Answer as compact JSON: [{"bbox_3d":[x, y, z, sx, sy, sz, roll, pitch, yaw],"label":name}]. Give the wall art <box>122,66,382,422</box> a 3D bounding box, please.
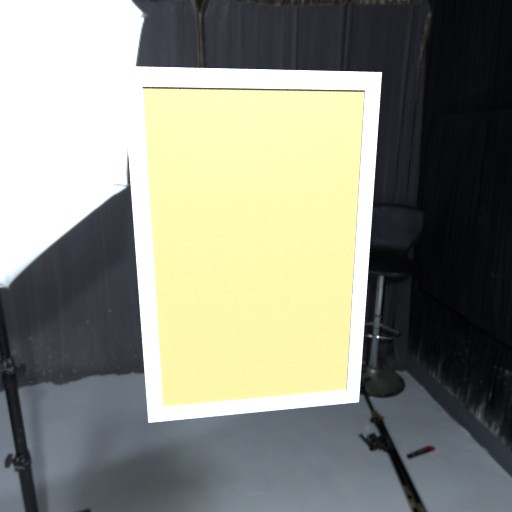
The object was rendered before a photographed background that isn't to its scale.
[{"bbox_3d":[0.000,0.000,0.787,0.408,0.611,0.038,-2,15,-9],"label":"wall art"}]
